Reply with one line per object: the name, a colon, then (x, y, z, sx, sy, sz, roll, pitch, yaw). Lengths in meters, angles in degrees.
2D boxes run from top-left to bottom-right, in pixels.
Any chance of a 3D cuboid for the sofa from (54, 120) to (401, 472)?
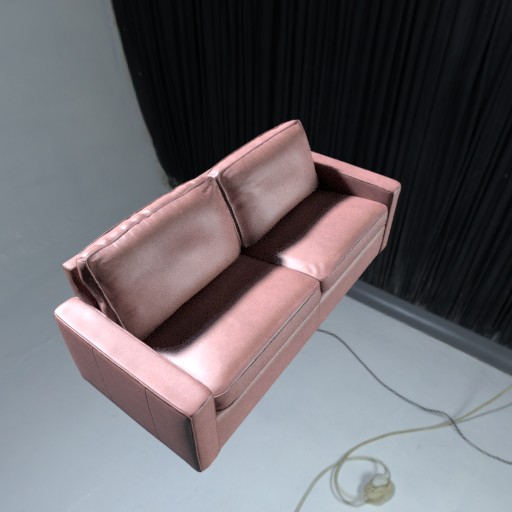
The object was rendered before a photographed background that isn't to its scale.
sofa: (0.000, 0.000, 2.596, 0.940, 0.919, 2.080, 26, 48, 26)
